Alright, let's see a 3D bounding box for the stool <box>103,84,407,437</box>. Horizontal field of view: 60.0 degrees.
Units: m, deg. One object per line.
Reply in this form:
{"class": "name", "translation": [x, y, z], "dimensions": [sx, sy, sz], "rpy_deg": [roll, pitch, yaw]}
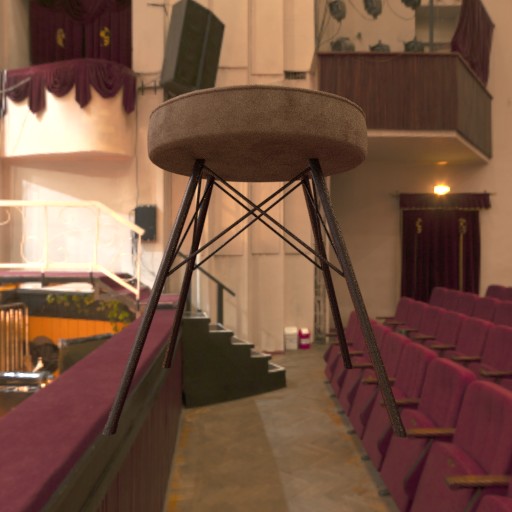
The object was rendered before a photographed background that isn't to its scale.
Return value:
{"class": "stool", "translation": [0.000, 0.000, 0.862], "dimensions": [0.457, 0.538, 0.423], "rpy_deg": [0, 0, 1]}
